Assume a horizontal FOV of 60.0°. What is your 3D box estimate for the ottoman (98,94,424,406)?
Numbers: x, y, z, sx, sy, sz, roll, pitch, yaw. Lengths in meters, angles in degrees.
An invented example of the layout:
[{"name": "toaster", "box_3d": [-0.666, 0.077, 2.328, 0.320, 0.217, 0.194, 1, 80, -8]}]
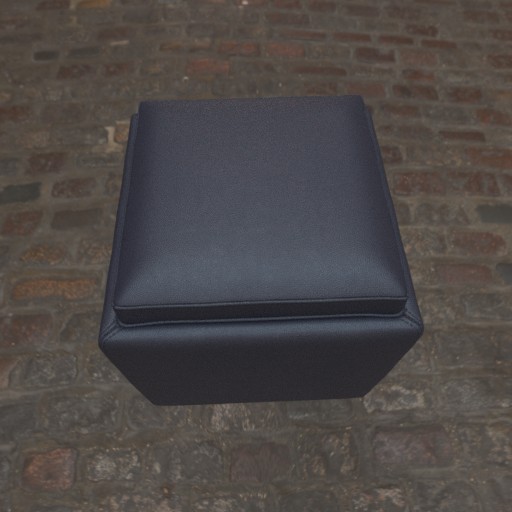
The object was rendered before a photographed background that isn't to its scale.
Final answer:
[{"name": "ottoman", "box_3d": [0.000, 0.000, 0.825, 0.450, 0.460, 0.451, -2, 59, -1]}]
